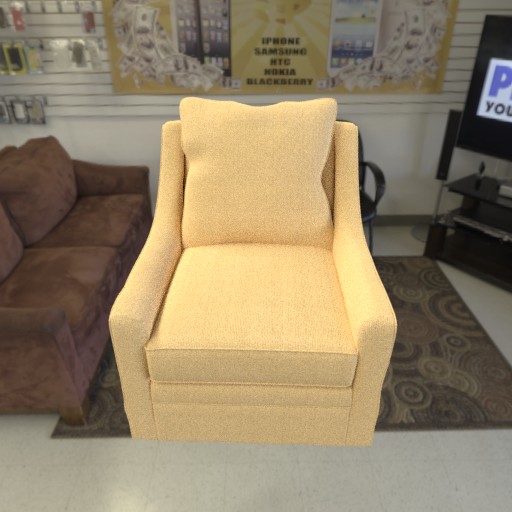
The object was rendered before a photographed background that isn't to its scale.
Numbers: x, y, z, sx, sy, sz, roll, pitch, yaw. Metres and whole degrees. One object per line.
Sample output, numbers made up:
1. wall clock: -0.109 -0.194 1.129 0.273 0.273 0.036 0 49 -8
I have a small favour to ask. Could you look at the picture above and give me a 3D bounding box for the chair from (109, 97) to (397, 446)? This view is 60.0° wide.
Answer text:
1. chair: 0.000 0.000 1.538 0.760 0.927 0.876 1 30 2
